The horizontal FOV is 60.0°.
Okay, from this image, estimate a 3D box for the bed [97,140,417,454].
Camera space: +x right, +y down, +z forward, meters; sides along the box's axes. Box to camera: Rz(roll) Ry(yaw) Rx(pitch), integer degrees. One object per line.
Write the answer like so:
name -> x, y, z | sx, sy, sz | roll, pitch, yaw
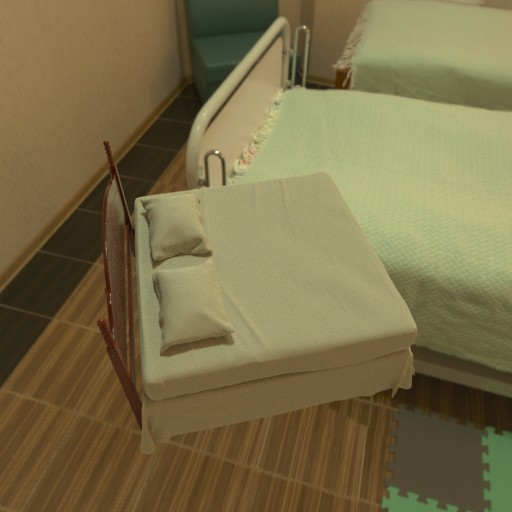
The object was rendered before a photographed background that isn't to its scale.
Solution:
bed -> 0.000, 0.000, 3.682 | 2.219, 1.355, 2.322 | -9, 46, -9
